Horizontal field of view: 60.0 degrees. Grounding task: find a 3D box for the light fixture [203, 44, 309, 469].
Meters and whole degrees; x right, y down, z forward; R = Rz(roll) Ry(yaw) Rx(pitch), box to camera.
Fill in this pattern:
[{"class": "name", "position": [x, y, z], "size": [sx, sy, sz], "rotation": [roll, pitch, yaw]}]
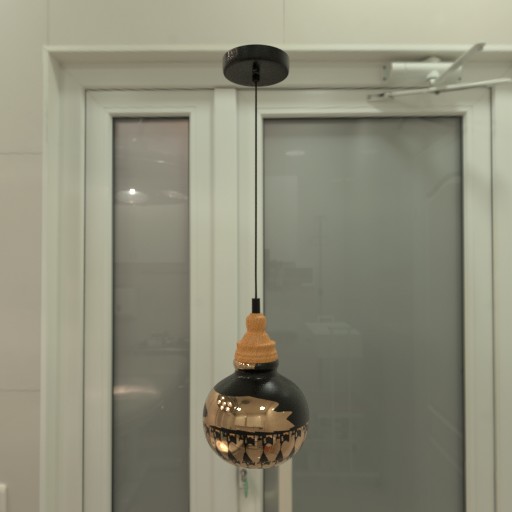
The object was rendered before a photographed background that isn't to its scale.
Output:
[{"class": "light fixture", "position": [0.000, 0.000, 1.810], "size": [0.430, 1.606, 0.430], "rotation": [0, -1, 1]}]
